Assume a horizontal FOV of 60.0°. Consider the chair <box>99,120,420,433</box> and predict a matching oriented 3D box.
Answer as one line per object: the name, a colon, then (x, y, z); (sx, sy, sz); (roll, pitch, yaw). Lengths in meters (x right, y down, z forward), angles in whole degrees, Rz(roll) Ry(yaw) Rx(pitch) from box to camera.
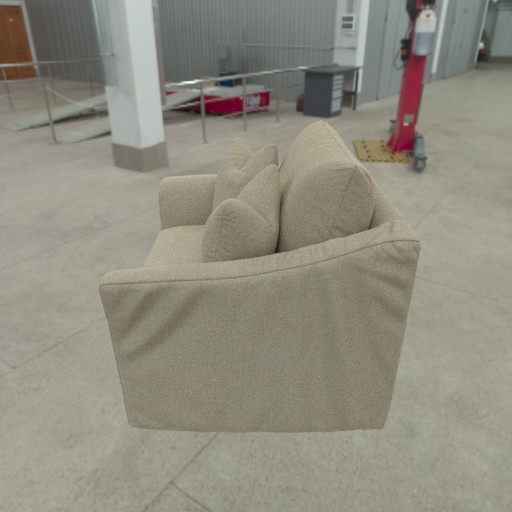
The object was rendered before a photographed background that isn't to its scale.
chair: (0.000, 0.000, 2.067); (1.071, 1.093, 1.194); (0, 27, 0)
